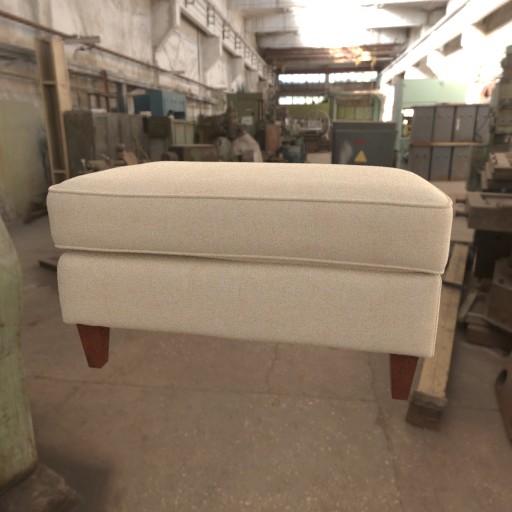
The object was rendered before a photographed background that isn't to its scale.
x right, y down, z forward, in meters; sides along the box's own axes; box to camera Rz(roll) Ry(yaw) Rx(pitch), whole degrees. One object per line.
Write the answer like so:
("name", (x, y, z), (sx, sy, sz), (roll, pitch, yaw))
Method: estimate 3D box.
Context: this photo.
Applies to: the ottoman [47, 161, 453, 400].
("ottoman", (0.000, 0.000, 1.201), (0.862, 0.484, 0.583), (3, 17, 10))
